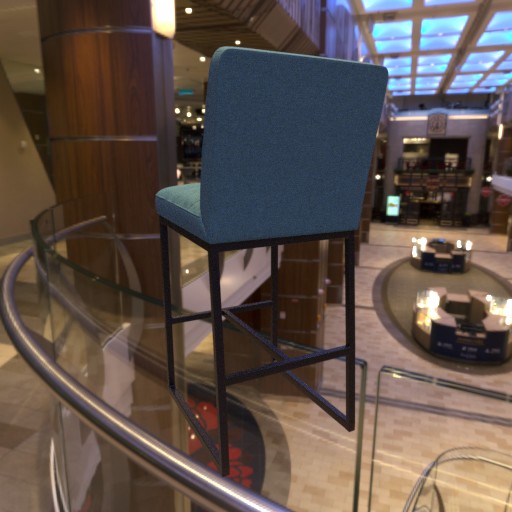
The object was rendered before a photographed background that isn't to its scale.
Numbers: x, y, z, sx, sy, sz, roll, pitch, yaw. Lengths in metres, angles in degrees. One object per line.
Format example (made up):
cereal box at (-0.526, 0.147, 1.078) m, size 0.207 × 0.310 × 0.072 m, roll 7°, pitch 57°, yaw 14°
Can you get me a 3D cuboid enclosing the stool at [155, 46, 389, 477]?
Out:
stool at (0.000, 0.000, 1.333) m, size 0.460 × 1.040 × 0.560 m, roll -7°, pitch 15°, yaw -27°
